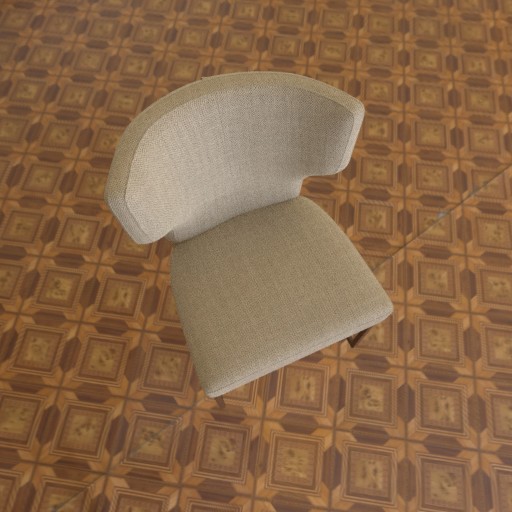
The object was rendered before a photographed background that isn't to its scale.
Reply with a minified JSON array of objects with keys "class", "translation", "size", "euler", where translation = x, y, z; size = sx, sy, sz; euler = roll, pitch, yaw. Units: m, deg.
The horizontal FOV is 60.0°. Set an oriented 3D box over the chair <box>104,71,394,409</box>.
[{"class":"chair","translation":[0.000,0.000,1.272],"size":[0.611,0.824,0.617],"euler":[-22,67,-10]}]
